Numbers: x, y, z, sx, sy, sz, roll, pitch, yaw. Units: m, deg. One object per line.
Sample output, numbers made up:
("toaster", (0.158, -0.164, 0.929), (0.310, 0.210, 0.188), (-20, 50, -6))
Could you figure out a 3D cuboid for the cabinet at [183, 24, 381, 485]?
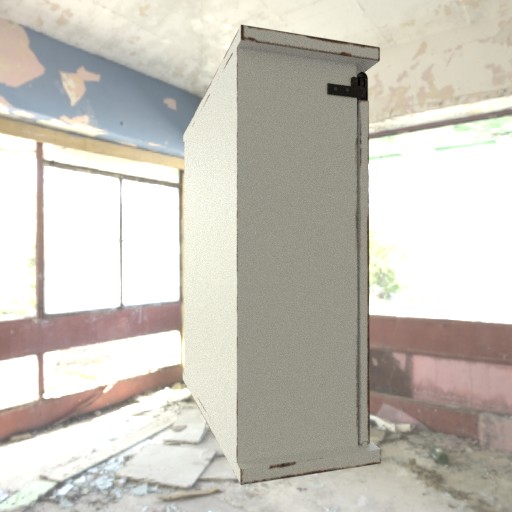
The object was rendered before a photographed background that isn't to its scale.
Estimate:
("cabinet", (0.000, 0.000, 0.869), (0.210, 0.603, 0.541), (0, -1, -17))
